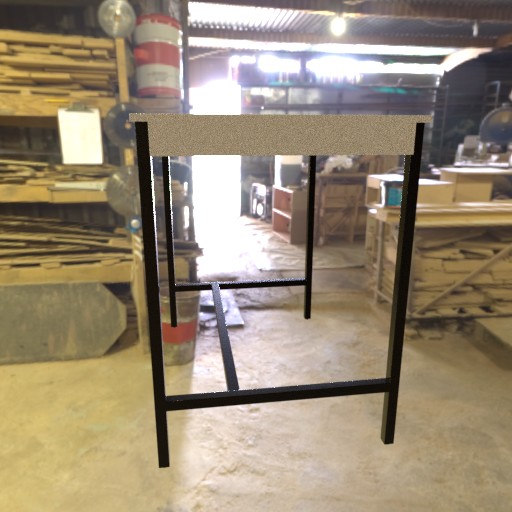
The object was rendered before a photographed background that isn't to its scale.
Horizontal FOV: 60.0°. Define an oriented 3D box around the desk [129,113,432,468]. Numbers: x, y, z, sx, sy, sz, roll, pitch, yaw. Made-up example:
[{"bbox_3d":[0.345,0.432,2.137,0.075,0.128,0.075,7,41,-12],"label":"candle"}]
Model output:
[{"bbox_3d":[0.000,0.000,1.311,0.573,0.766,0.811,-2,16,-8],"label":"desk"}]
